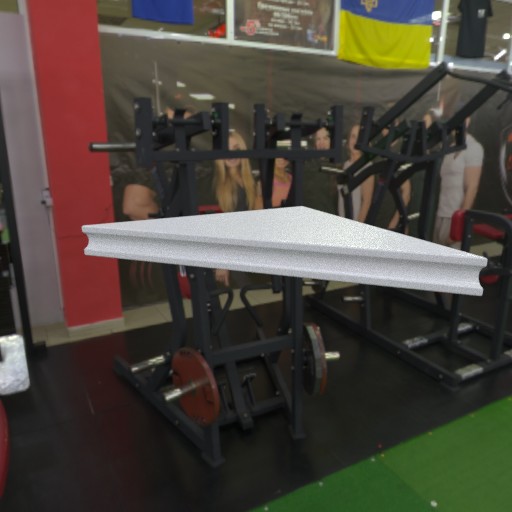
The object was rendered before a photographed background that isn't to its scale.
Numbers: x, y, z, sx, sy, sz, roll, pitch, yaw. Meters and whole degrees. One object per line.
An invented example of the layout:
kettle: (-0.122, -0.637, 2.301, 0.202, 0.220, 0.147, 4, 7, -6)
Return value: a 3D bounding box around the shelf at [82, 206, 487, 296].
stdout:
shelf: (0.000, 0.000, 0.445, 0.296, 0.035, 0.296, -8, 18, -25)
